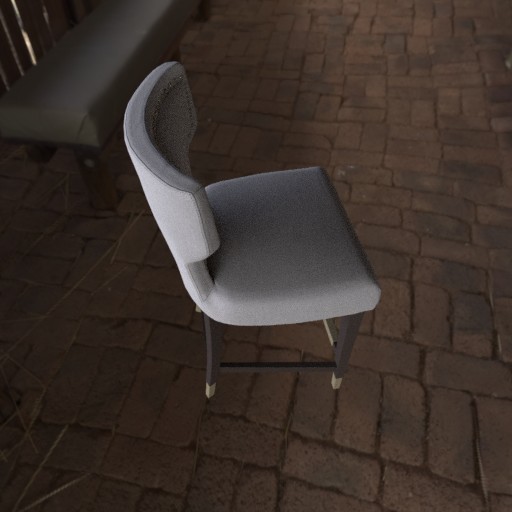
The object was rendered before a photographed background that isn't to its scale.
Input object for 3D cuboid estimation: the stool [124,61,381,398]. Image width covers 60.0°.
[{"bbox_3d":[0.000,0.000,1.316,0.563,0.982,0.527,-8,49,-7],"label":"stool"}]
